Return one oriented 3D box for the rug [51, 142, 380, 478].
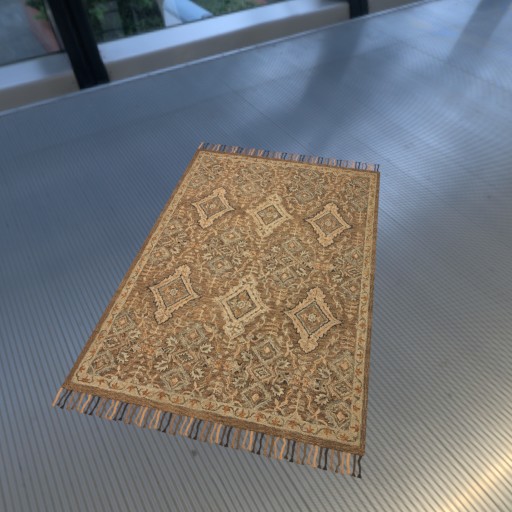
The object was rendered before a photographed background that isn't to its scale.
[{"bbox_3d":[0.000,0.000,2.878,1.516,0.010,2.434,9,47,9],"label":"rug"}]
